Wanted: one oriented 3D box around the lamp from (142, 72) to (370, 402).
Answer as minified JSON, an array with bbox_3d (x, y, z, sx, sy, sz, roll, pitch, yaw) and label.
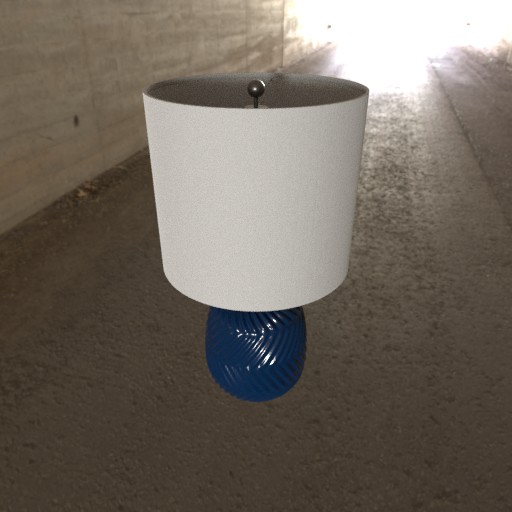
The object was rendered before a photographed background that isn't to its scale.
[{"bbox_3d":[0.000,0.000,0.493,0.203,0.368,0.203,-10,31,-18],"label":"lamp"}]
